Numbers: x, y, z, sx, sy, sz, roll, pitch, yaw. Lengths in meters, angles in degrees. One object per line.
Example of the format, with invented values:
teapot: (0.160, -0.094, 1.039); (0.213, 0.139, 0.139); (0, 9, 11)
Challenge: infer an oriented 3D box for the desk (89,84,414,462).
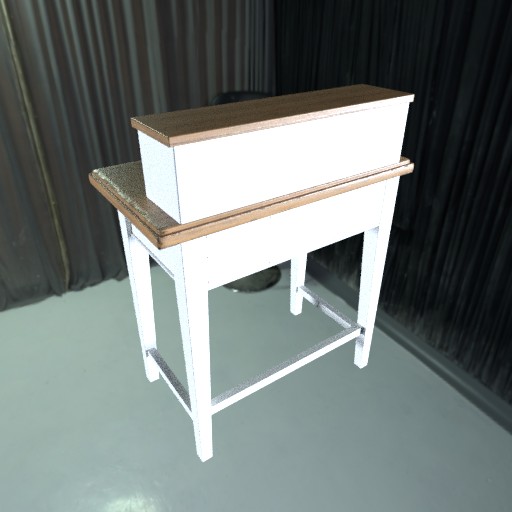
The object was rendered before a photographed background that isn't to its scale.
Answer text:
desk: (0.000, 0.000, 1.417); (0.814, 0.981, 0.462); (-20, 36, -29)
